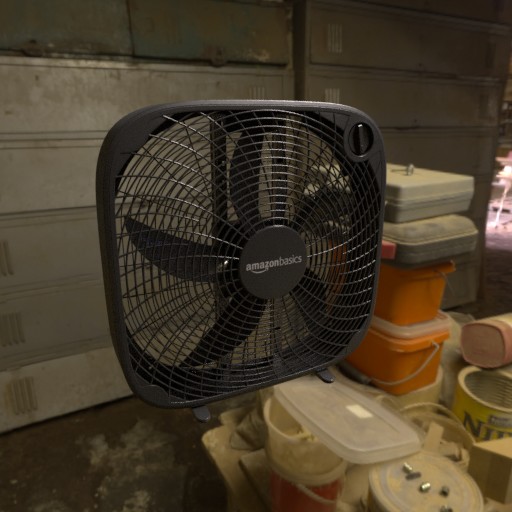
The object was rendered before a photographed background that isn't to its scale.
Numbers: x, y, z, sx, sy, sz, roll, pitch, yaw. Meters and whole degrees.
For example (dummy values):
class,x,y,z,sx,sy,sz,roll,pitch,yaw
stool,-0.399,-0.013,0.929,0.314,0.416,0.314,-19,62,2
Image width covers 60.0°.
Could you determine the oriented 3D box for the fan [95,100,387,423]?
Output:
class,x,y,z,sx,sy,sz,roll,pitch,yaw
fan,0.000,0.000,0.808,0.526,0.533,0.142,-8,19,-25
